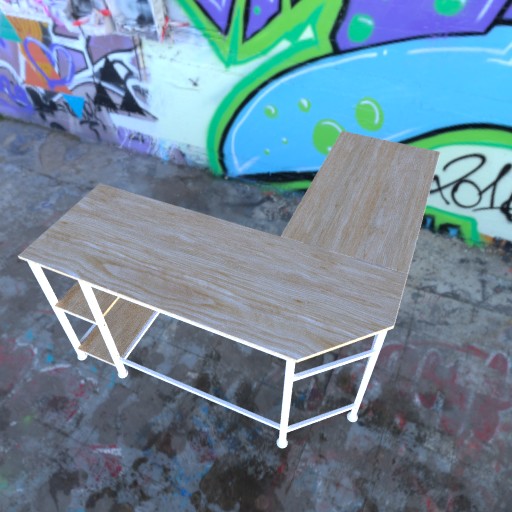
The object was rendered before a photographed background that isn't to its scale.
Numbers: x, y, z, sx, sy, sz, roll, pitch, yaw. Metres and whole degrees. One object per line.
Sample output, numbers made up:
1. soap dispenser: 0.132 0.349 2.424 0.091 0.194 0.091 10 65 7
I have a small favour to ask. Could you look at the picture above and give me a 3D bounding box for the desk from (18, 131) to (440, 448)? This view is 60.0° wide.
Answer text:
1. desk: 0.000 0.000 2.202 1.379 0.739 1.379 17 48 16
